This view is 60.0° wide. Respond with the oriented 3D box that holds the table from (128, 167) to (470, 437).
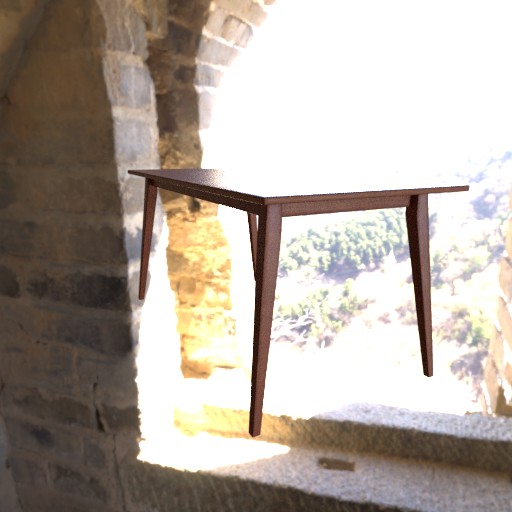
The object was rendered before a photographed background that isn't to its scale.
[{"bbox_3d":[0.000,0.000,2.115,0.811,0.755,1.609,-7,16,-27],"label":"table"}]
